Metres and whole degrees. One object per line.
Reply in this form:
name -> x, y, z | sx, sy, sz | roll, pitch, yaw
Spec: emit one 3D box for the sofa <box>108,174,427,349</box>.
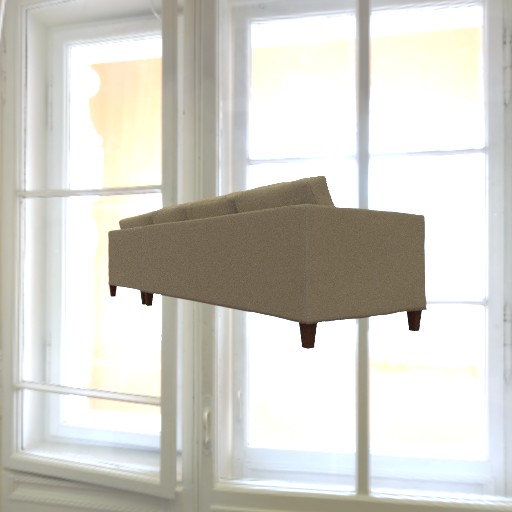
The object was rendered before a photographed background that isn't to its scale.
sofa -> 0.000, 0.000, 3.814 | 1.625, 0.861, 3.186 | 0, 0, -35
